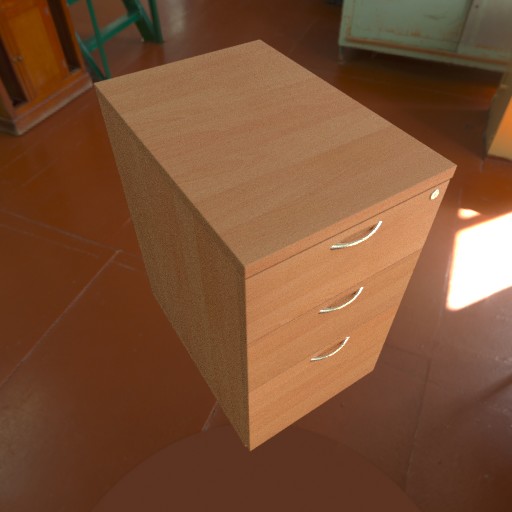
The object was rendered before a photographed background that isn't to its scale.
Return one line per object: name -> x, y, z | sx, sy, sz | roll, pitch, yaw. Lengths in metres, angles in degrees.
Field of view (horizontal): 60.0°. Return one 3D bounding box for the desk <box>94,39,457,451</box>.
desk -> 0.000, 0.000, 1.076 | 0.404, 0.730, 0.600 | -25, 53, -21
